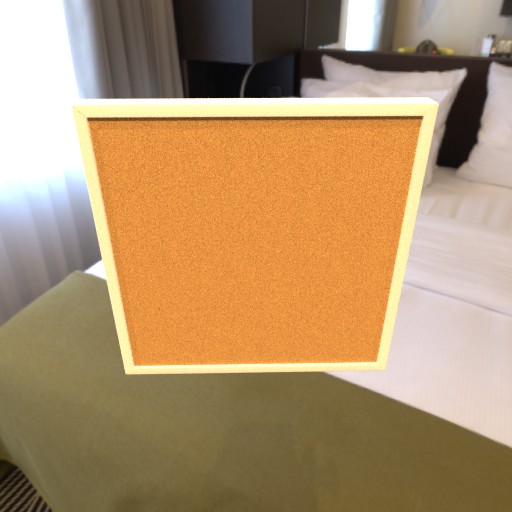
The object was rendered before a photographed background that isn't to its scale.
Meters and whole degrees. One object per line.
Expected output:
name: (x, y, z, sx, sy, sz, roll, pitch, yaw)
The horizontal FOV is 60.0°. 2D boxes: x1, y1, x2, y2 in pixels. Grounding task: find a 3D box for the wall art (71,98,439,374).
wall art: (0.000, 0.000, 0.755, 0.508, 0.508, 0.038, -1, 30, -1)
